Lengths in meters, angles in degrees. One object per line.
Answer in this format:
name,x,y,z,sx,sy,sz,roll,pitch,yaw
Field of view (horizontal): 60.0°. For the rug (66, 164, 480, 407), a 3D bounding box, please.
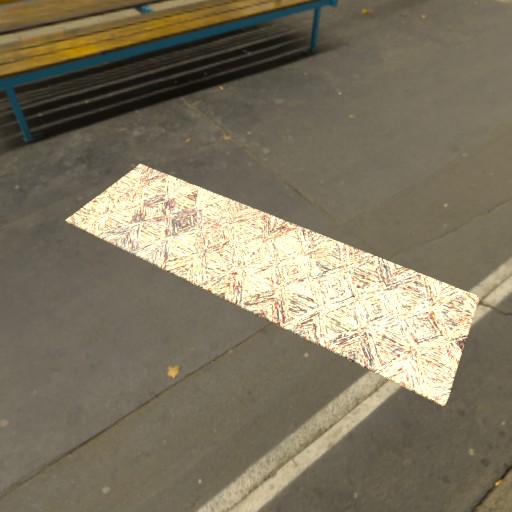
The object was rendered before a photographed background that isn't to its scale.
rug,0.000,0.000,2.488,2.292,0.015,0.688,24,51,21
